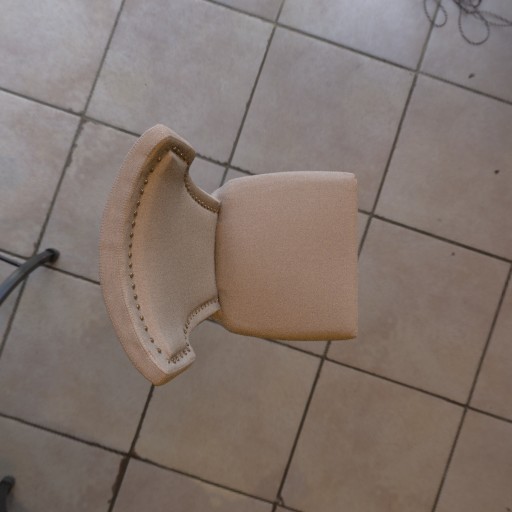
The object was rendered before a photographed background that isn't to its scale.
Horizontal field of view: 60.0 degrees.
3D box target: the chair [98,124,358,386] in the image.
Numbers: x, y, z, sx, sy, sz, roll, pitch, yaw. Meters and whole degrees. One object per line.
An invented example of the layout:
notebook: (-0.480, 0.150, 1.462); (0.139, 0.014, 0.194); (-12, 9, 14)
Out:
chair: (0.000, 0.000, 1.318); (0.630, 0.950, 0.526); (0, 90, -1)
